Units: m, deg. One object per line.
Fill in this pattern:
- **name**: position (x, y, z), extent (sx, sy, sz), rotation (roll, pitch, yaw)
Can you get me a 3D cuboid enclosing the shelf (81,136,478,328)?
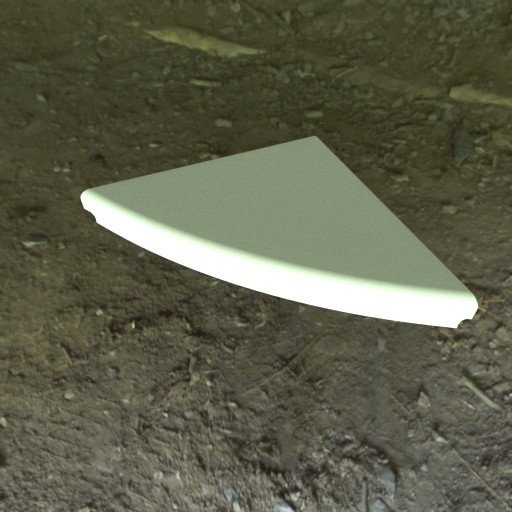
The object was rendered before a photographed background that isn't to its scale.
- **shelf**: position (0.000, 0.000, 0.469), extent (0.310, 0.050, 0.310), rotation (-17, 48, -16)
